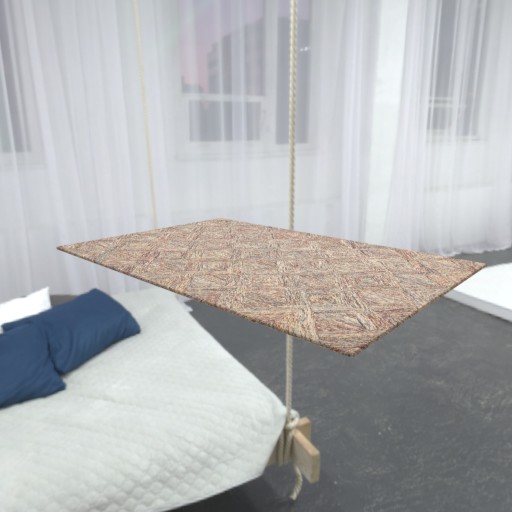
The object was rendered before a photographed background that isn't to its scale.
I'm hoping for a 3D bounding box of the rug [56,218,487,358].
[{"bbox_3d":[0.000,0.000,2.806,2.285,0.019,1.523,13,20,41],"label":"rug"}]
